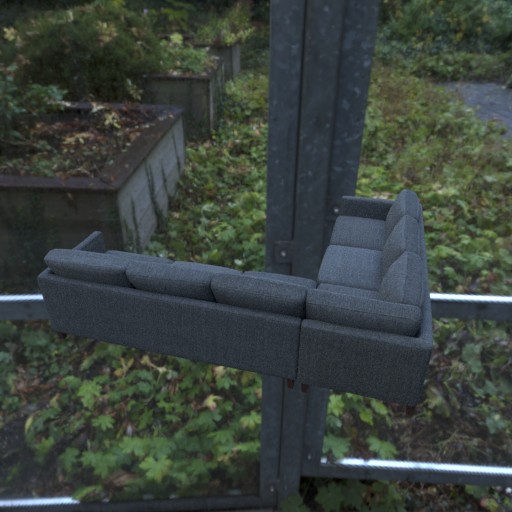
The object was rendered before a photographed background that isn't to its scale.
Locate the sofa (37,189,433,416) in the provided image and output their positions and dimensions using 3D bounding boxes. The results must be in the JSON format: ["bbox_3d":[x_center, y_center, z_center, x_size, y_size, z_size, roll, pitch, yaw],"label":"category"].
[{"bbox_3d":[0.000,0.000,4.607,3.302,0.947,2.593,8,32,14],"label":"sofa"}]
